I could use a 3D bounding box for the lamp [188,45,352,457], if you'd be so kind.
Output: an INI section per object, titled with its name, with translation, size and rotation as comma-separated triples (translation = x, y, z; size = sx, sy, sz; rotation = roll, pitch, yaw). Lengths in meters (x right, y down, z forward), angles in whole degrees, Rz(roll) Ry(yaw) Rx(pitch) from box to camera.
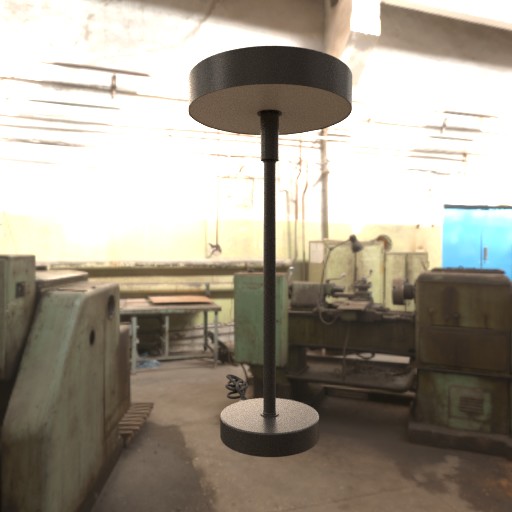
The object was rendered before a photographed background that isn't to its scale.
[lamp]
translation = 0.000, 0.000, 0.696
size = 0.229, 0.508, 0.369
rotation = 0, 1, -16
